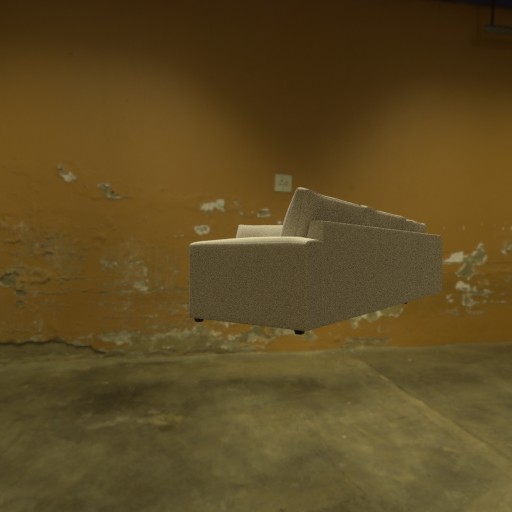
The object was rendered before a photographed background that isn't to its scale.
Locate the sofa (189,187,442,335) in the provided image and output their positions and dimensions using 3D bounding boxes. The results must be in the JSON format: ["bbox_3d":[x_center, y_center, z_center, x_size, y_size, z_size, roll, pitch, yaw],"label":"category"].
[{"bbox_3d":[0.000,0.000,4.784,3.066,0.918,3.206,0,1,36],"label":"sofa"}]
